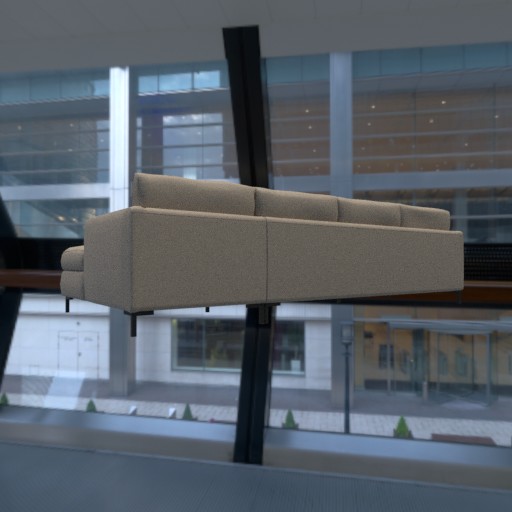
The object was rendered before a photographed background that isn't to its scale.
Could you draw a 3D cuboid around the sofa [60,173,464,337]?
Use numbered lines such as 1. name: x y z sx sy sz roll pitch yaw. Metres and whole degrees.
1. sofa: 0.000 0.000 3.451 2.737 0.756 1.879 1 -1 -36
